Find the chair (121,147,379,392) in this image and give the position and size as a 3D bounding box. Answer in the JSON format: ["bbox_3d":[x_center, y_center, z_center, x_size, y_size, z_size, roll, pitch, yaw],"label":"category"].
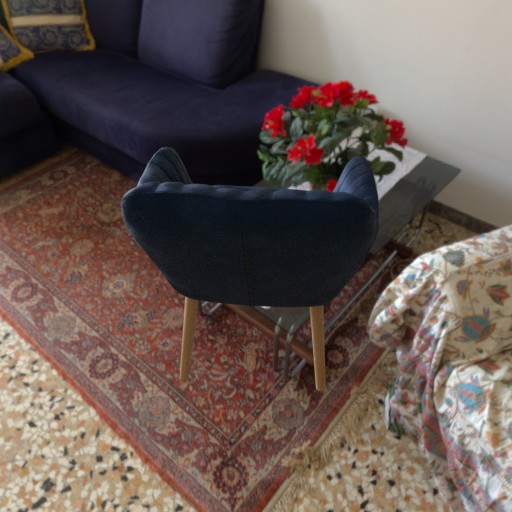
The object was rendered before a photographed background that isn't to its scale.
[{"bbox_3d":[0.000,0.000,1.208,0.578,0.826,0.573,3,45,3],"label":"chair"}]
